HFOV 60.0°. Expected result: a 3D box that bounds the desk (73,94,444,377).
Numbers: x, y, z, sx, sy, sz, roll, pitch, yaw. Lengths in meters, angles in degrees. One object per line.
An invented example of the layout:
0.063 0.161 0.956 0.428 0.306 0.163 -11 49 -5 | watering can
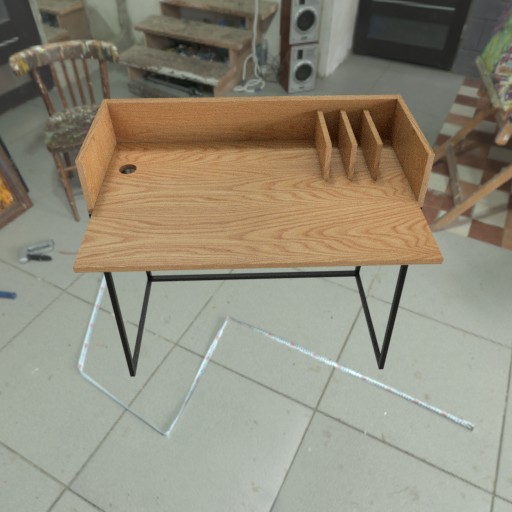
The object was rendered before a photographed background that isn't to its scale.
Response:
0.000 0.000 1.890 1.191 1.061 0.769 -1 45 -1 | desk
